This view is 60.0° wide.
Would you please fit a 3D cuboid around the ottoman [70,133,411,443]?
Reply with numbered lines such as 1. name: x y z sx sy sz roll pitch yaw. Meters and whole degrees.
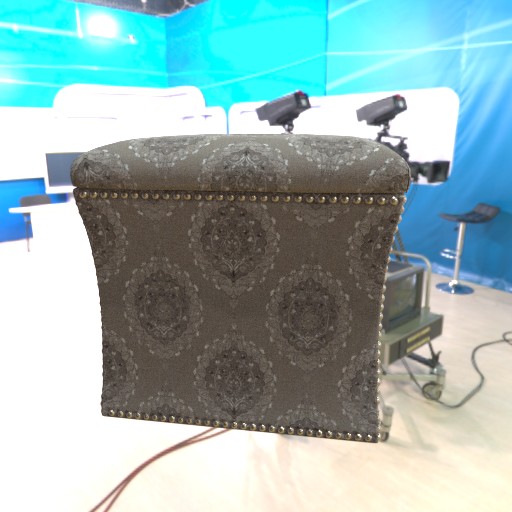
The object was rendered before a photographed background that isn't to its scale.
1. ottoman: 0.000 0.000 0.887 0.497 0.473 0.507 2 16 8
